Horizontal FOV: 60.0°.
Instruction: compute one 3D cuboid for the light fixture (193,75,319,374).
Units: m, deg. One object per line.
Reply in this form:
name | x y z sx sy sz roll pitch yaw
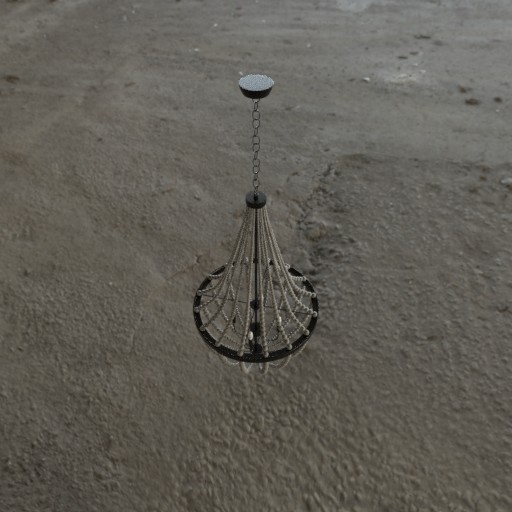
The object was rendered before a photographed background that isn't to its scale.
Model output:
light fixture | 0.000 0.000 1.403 0.450 1.133 0.450 0 47 0
